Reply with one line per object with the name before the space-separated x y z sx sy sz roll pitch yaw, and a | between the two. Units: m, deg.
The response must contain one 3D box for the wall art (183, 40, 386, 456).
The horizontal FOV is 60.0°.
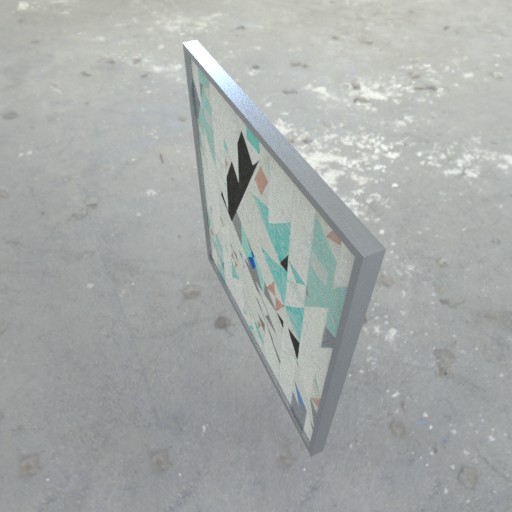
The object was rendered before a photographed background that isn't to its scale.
wall art | 0.000 0.000 1.169 0.038 0.806 0.806 -19 50 -16
